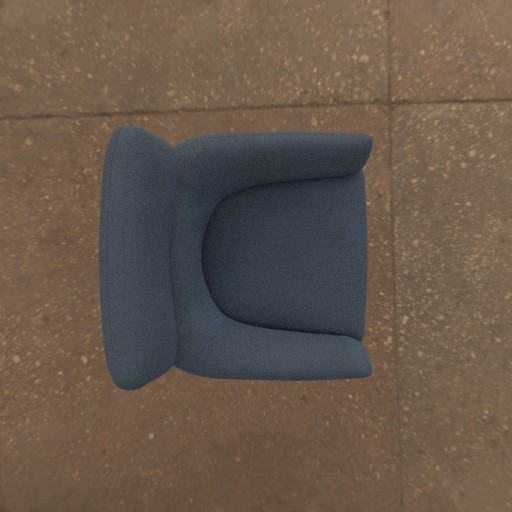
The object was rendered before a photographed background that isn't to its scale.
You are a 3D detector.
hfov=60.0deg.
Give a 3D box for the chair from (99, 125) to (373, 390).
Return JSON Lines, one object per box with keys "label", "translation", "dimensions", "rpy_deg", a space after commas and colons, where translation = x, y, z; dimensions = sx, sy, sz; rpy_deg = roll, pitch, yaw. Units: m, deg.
{"label": "chair", "translation": [0.000, 0.000, 1.412], "dimensions": [0.761, 0.813, 0.738], "rpy_deg": [0, 91, -1]}
